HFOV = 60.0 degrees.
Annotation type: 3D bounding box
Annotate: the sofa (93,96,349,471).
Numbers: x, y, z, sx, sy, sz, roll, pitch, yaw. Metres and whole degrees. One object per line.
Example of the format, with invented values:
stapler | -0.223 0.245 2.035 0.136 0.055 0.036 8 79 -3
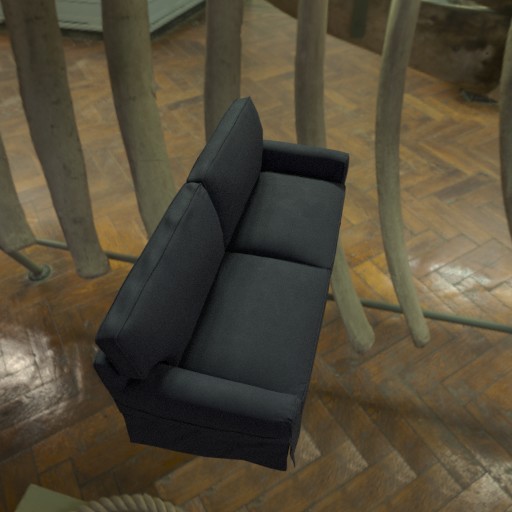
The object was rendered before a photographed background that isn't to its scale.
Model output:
sofa | 0.000 0.000 2.835 0.983 1.094 2.256 11 48 10
